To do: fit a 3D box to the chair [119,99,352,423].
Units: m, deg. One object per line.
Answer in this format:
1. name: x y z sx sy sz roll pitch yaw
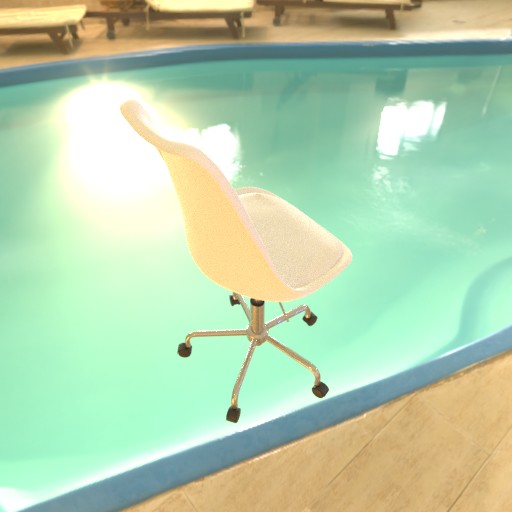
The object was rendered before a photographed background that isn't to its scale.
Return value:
1. chair: 0.000 0.000 1.265 0.550 0.930 0.550 -25 47 -26
